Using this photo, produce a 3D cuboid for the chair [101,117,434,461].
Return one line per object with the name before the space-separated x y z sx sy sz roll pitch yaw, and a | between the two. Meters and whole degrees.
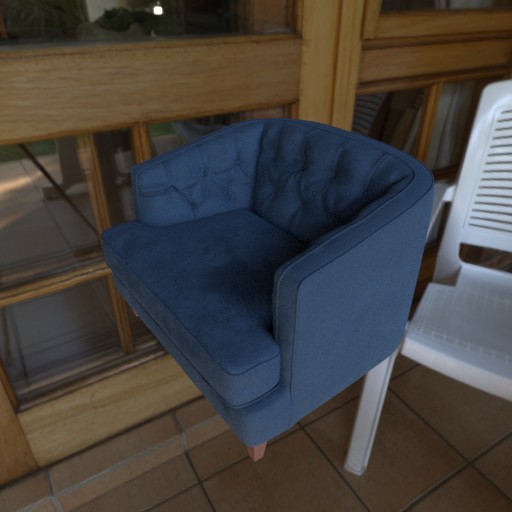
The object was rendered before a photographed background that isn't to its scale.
chair | 0.000 0.000 1.770 0.940 0.852 1.094 -21 37 -31
